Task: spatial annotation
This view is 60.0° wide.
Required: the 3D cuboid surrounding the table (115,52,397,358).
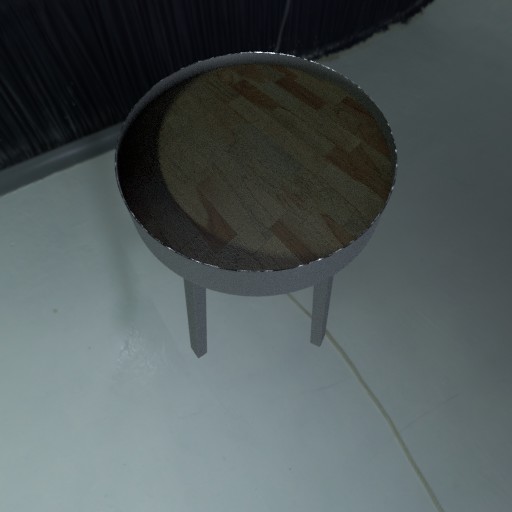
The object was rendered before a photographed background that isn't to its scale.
[{"bbox_3d":[0.000,0.000,0.947,0.406,0.686,0.406,-31,67,-15],"label":"table"}]
